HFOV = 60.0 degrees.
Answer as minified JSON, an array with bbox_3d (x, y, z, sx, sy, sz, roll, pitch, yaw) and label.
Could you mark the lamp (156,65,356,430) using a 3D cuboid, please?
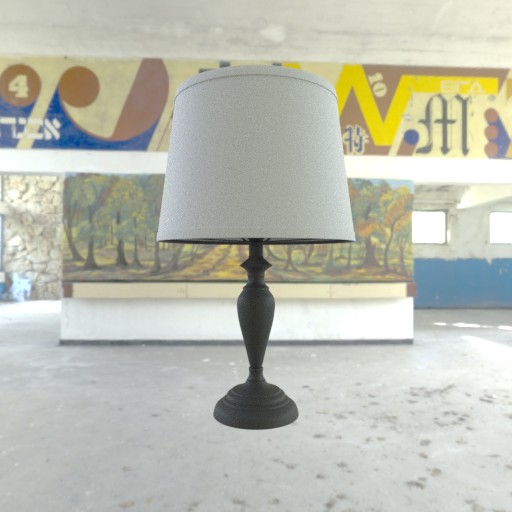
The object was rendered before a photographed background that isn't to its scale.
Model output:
[{"bbox_3d":[0.000,0.000,0.706,0.310,0.501,0.310,0,0,0],"label":"lamp"}]
